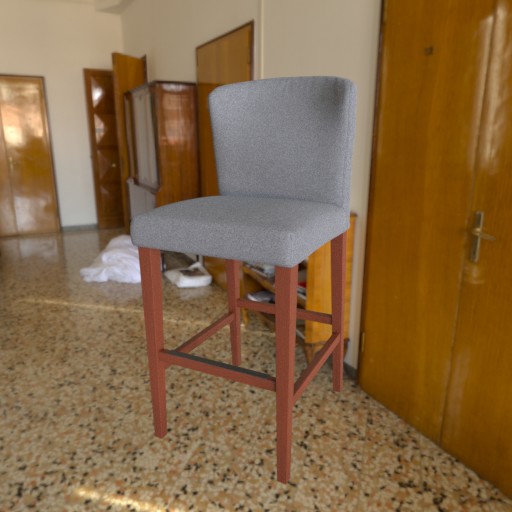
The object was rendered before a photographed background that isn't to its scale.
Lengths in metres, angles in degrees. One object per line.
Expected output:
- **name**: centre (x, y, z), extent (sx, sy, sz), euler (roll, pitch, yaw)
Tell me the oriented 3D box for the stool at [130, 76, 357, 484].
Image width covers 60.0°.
- **stool**: centre (0.000, 0.000, 1.340), extent (0.481, 1.069, 0.568), euler (7, 17, 26)
